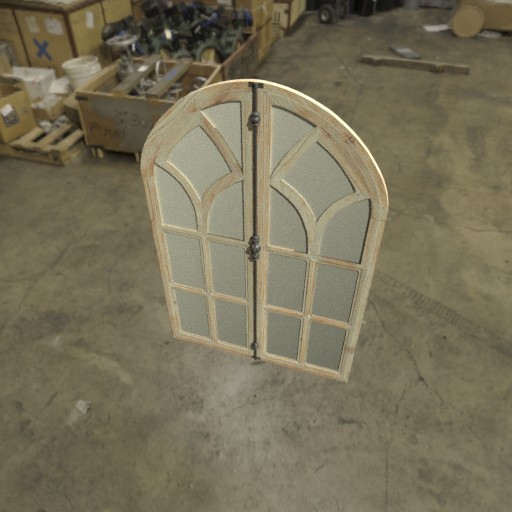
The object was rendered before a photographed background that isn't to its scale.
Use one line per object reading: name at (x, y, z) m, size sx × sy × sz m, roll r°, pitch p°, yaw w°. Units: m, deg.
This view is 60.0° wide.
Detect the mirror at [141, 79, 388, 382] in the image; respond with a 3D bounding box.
mirror at (0.000, 0.000, 1.179) m, size 0.609 × 0.915 × 0.032 m, roll 12°, pitch 42°, yaw 13°
